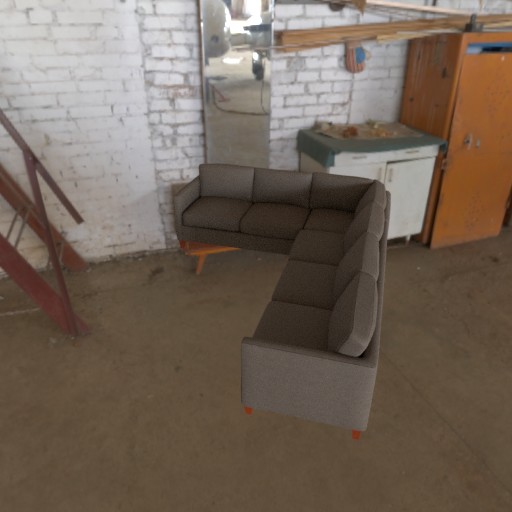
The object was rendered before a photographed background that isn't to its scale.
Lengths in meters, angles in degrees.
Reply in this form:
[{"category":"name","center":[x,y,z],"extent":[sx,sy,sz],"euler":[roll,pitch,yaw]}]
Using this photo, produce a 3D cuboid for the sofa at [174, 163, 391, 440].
[{"category":"sofa","center":[0.000,0.000,4.582],"extent":[2.593,0.947,3.302],"euler":[8,30,14]}]
